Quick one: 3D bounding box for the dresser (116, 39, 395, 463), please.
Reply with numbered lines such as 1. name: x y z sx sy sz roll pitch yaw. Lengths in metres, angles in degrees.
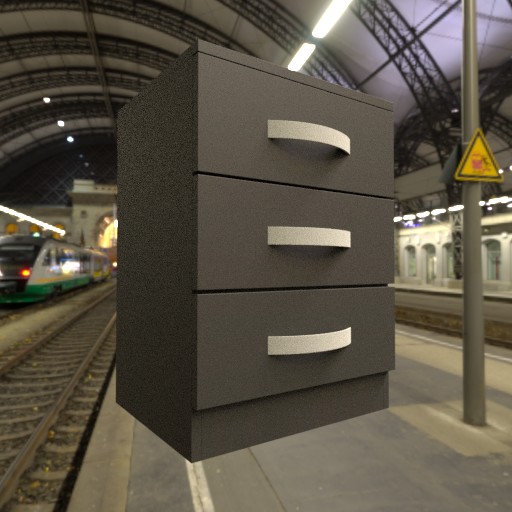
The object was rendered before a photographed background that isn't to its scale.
1. dresser: 0.000 0.000 0.817 0.400 0.560 0.360 1 -2 -35
